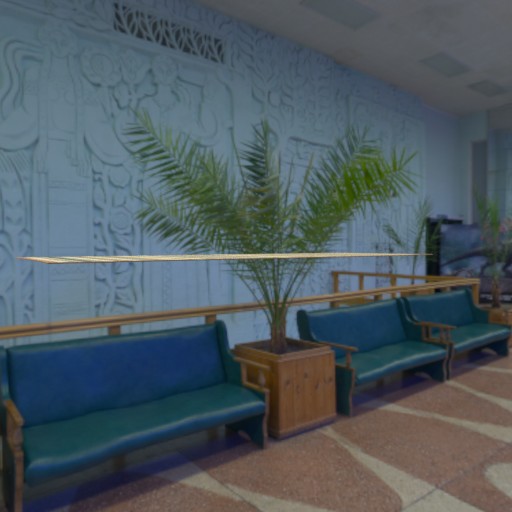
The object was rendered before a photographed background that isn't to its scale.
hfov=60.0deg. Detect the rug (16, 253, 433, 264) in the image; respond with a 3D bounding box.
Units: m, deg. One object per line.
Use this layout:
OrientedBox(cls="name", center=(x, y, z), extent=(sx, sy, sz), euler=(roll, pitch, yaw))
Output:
OrientedBox(cls="rug", center=(0.000, 0.000, 2.644), extent=(2.444, 0.010, 0.799), euler=(-1, 2, -36))
